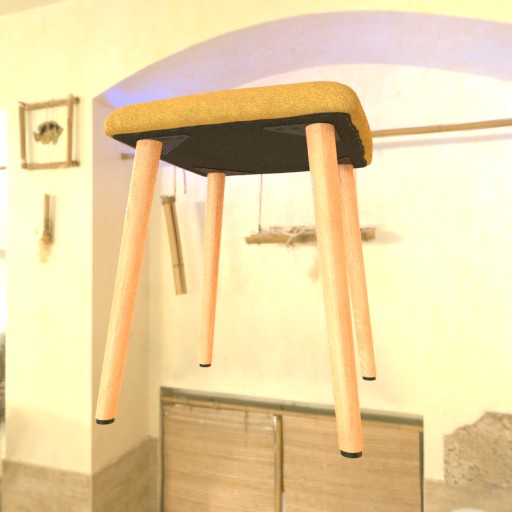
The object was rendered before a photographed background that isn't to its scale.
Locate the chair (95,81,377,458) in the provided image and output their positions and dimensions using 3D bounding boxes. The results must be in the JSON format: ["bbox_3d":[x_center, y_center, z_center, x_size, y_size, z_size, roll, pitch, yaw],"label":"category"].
[{"bbox_3d":[0.000,0.000,0.690,0.350,0.440,0.350,0,0,18],"label":"chair"}]
